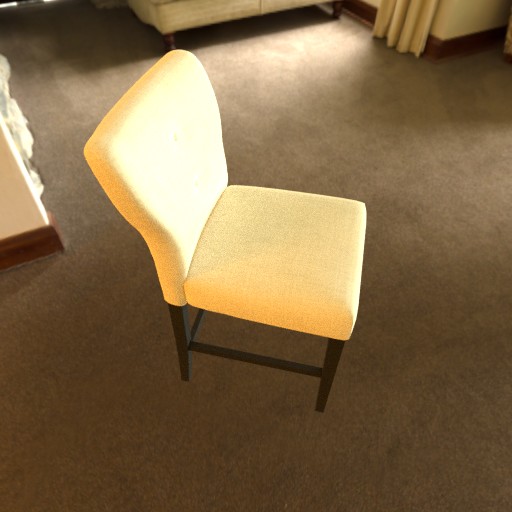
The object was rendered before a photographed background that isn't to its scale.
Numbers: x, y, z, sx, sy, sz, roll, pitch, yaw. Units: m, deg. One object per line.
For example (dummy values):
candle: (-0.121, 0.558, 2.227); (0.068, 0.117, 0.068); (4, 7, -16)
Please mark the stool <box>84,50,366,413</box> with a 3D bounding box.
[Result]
stool: (0.000, 0.000, 1.307); (0.603, 0.972, 0.514); (10, 48, 9)
